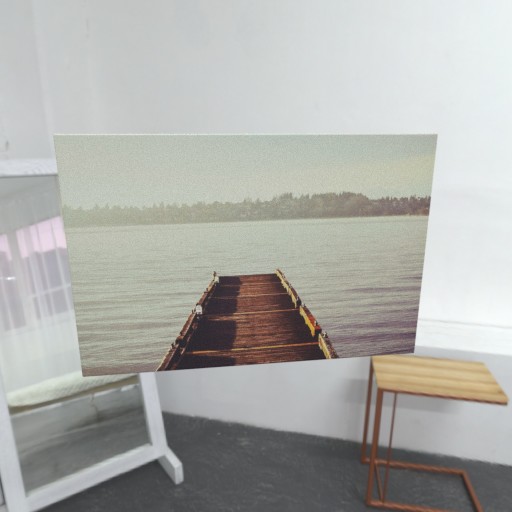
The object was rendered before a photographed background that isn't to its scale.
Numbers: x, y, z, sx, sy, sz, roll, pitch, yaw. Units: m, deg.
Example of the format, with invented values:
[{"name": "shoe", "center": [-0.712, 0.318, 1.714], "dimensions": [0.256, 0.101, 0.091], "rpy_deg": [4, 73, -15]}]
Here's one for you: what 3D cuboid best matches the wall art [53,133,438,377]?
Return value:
[{"name": "wall art", "center": [0.000, 0.000, 1.437], "dimensions": [1.149, 0.765, 0.040], "rpy_deg": [-2, 16, -8]}]
